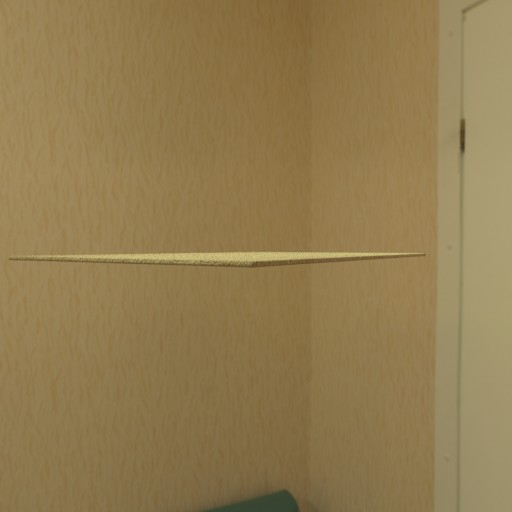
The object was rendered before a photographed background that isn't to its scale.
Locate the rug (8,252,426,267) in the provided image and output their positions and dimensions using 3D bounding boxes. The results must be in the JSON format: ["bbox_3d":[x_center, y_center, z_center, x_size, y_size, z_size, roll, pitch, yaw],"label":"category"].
[{"bbox_3d":[0.000,0.000,3.297,1.800,0.025,2.699,1,1,34],"label":"rug"}]
